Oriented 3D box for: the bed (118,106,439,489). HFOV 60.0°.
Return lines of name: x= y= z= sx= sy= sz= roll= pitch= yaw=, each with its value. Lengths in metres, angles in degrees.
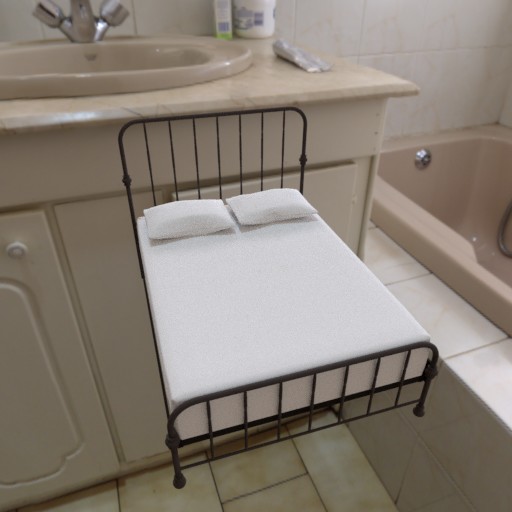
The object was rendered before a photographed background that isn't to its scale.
bed: x=0.000 y=0.000 z=3.089 sx=1.616 sy=1.446 sz=2.134 roll=-10 pitch=34 yaw=-15
